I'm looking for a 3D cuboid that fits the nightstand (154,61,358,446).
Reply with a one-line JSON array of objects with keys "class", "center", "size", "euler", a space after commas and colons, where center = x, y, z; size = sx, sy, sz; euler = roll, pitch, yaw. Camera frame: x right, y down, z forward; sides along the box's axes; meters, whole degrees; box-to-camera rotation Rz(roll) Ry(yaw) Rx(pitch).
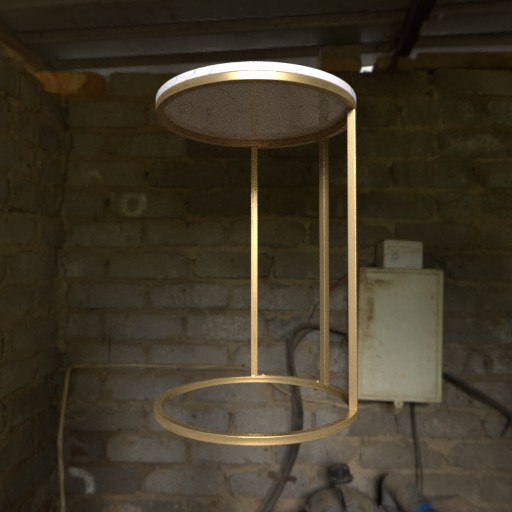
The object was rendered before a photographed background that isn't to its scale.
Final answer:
[{"class": "nightstand", "center": [0.000, 0.000, 0.899], "size": [0.400, 0.610, 0.400], "euler": [1, -2, -36]}]
